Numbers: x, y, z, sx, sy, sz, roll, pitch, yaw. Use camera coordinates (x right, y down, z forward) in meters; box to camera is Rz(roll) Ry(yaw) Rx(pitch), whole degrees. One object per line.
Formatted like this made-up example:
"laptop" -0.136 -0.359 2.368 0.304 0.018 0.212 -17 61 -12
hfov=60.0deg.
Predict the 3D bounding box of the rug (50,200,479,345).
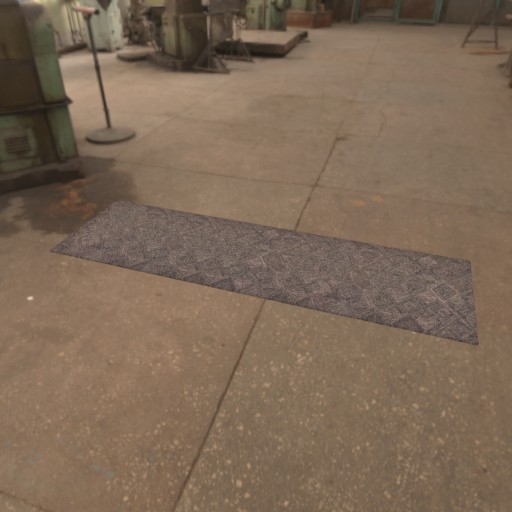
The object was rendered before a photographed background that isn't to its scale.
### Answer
"rug" 0.000 0.000 2.515 2.296 0.011 0.691 11 35 16
